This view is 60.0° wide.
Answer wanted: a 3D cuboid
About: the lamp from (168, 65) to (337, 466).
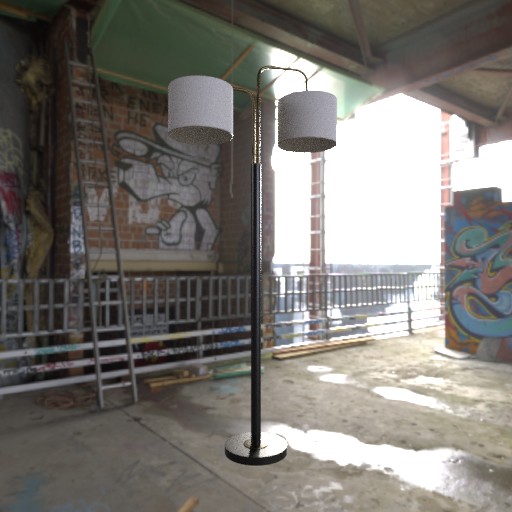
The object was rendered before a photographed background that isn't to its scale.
[{"bbox_3d":[0.000,0.000,1.812,0.711,1.587,0.254,0,-1,-18],"label":"lamp"}]
